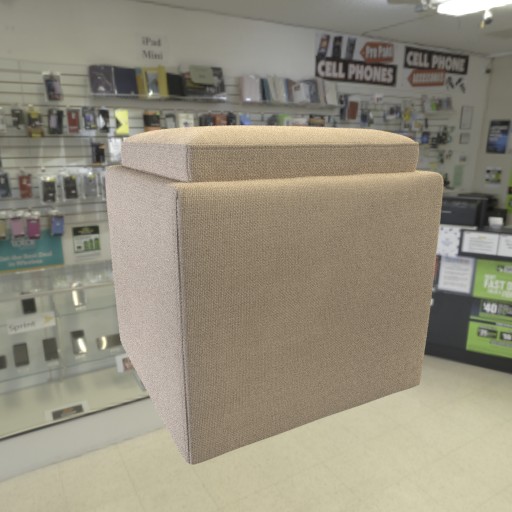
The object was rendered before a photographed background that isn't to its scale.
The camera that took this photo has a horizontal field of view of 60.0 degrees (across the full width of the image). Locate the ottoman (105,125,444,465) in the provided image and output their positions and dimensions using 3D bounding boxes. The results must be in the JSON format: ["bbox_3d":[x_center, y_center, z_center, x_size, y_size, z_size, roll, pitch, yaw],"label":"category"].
[{"bbox_3d":[0.000,0.000,0.816,0.451,0.460,0.450,-8,17,-27],"label":"ottoman"}]
